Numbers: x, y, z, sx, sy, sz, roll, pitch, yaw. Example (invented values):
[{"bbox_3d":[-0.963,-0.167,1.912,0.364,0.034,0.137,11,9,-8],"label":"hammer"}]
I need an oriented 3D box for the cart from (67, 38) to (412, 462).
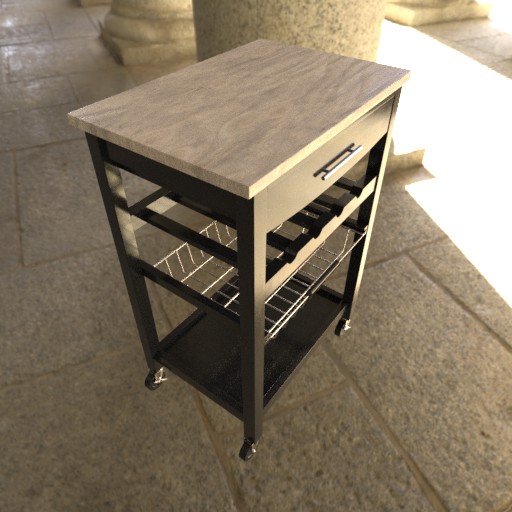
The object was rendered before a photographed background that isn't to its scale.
[{"bbox_3d":[0.000,0.000,1.125,0.403,0.839,0.584,26,47,27],"label":"cart"}]
